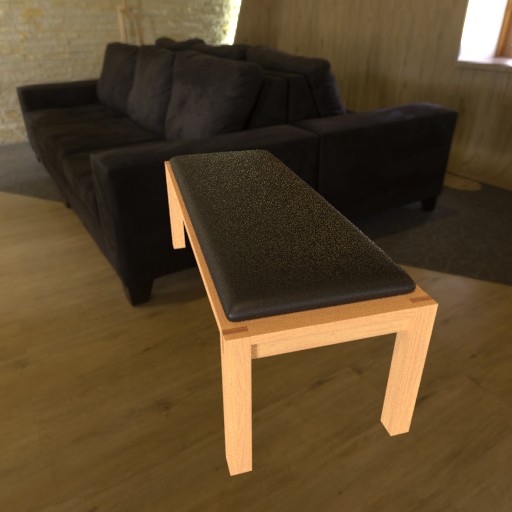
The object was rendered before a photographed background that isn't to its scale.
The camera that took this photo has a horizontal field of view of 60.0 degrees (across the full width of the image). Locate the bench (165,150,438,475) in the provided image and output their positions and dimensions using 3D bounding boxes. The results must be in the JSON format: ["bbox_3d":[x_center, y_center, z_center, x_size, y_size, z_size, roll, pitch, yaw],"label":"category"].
[{"bbox_3d":[0.000,0.000,1.452,0.450,0.430,1.202,-7,29,-14],"label":"bench"}]
